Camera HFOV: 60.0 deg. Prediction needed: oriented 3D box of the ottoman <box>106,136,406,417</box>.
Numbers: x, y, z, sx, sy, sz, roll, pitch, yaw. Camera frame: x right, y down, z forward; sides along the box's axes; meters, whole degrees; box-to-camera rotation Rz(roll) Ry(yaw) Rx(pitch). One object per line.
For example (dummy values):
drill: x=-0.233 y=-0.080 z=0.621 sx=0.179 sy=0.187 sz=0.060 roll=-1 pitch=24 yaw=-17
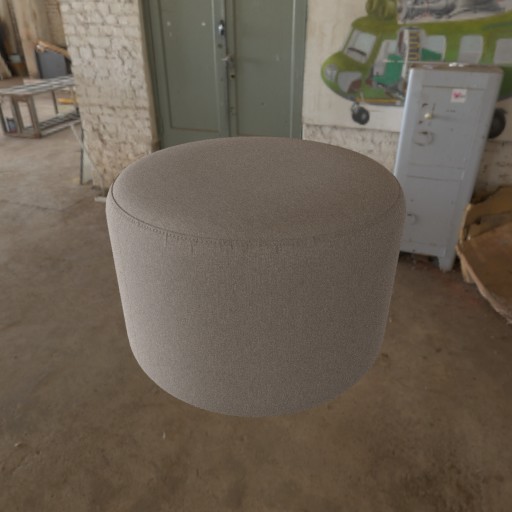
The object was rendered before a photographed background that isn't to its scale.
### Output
ottoman: x=0.000 y=0.000 z=1.006 sx=0.608 sy=0.433 sz=0.608 roll=0 pitch=29 yaw=0
